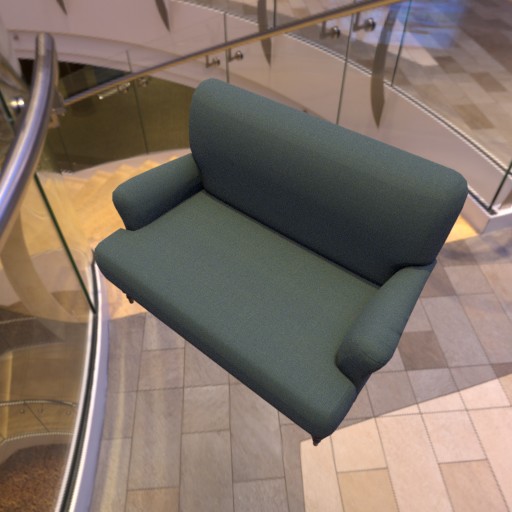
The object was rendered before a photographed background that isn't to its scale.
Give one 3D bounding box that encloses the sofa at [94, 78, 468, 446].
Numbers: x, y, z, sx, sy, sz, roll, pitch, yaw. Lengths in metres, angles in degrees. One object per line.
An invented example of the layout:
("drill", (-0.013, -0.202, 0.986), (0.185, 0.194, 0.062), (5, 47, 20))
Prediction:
("sofa", (0.000, 0.000, 1.778), (1.297, 0.889, 0.779), (31, 53, 26))
